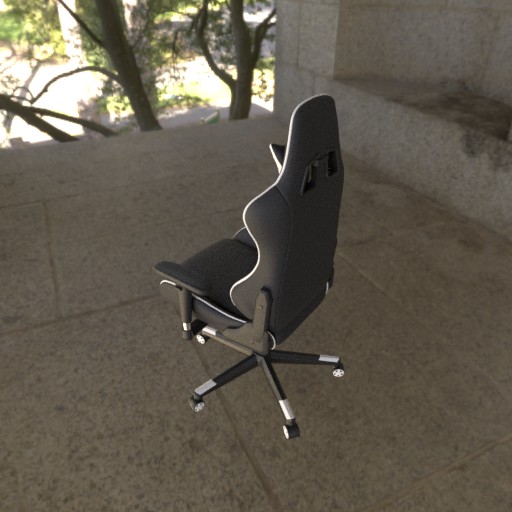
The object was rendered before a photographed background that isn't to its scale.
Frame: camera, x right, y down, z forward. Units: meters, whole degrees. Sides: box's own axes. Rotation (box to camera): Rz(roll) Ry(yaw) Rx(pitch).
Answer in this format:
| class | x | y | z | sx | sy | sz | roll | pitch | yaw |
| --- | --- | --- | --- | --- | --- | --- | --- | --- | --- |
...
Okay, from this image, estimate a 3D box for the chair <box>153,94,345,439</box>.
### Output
| class | x | y | z | sx | sy | sz | roll | pitch | yaw |
| --- | --- | --- | --- | --- | --- | --- | --- | --- | --- |
| chair | 0.000 | 0.000 | 1.699 | 0.700 | 1.240 | 0.700 | 21 | 39 | 29 |
